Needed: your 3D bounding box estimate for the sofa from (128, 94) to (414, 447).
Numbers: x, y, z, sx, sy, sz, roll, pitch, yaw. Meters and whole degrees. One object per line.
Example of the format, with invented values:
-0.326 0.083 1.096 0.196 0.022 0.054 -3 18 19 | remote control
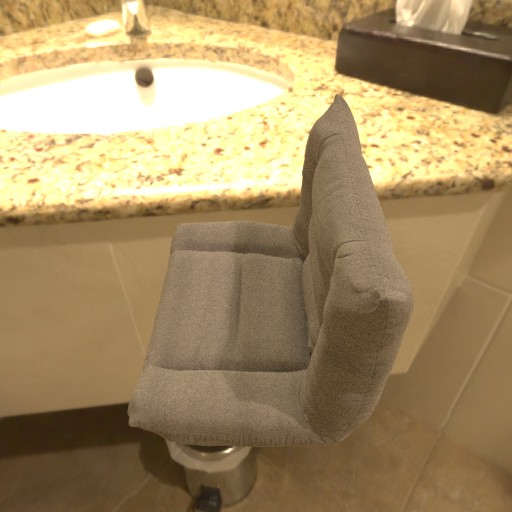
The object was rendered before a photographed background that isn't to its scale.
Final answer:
0.000 0.000 1.669 0.847 0.795 1.144 1 41 1 | sofa
